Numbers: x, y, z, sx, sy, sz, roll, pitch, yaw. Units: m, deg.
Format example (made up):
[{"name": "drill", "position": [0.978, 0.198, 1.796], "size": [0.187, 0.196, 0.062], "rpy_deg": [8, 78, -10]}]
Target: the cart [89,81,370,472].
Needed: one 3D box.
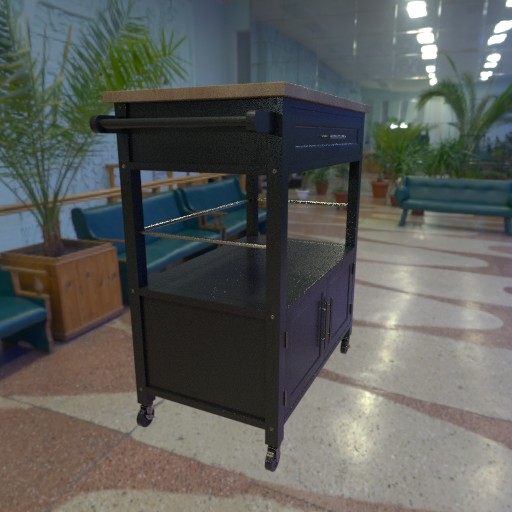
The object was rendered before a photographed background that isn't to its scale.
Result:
[{"name": "cart", "position": [0.000, 0.000, 1.346], "size": [0.459, 0.901, 0.840], "rpy_deg": [7, 17, 25]}]
